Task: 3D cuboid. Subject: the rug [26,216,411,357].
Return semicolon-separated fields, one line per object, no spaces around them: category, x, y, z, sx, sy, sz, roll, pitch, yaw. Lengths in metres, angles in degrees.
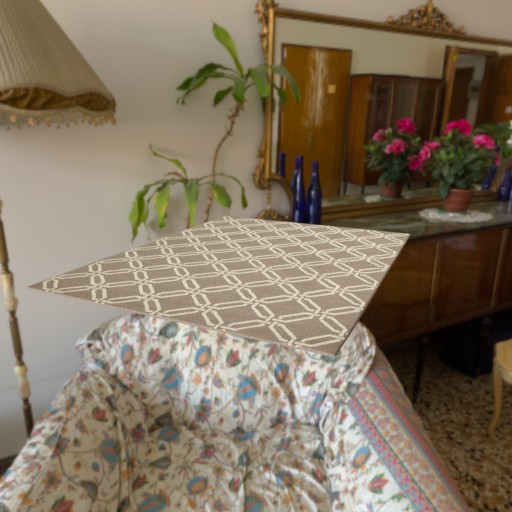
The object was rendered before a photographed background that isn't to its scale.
rug;0.000;0.000;3.964;2.288;0.018;2.895;8;18;25
